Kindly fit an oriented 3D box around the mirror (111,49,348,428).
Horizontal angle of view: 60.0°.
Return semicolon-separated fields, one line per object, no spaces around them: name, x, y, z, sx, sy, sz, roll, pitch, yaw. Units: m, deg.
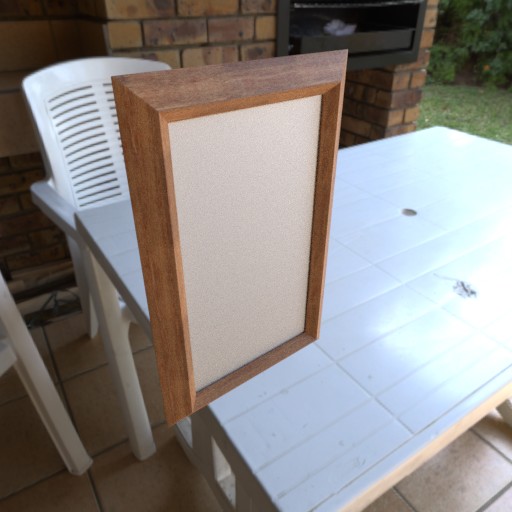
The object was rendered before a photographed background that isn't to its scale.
mirror;0.000;0.000;1.245;0.651;1.010;0.047;-22;38;-32
